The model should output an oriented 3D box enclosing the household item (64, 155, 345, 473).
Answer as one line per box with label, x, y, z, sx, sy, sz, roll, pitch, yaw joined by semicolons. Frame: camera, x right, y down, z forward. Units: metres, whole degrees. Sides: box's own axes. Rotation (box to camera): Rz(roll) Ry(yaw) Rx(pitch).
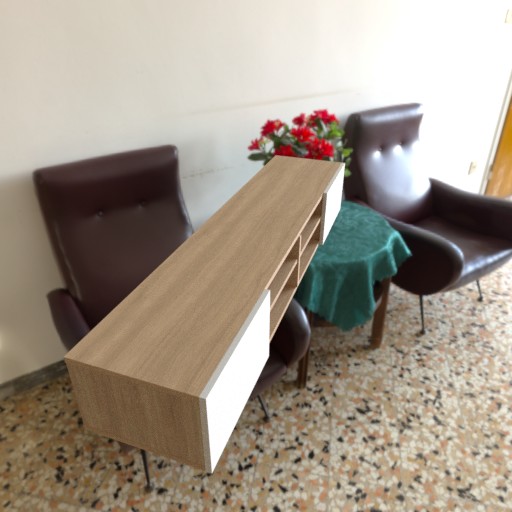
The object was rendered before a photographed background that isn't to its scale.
household item;0.000;0.000;1.949;0.420;0.310;1.850;10;32;17
